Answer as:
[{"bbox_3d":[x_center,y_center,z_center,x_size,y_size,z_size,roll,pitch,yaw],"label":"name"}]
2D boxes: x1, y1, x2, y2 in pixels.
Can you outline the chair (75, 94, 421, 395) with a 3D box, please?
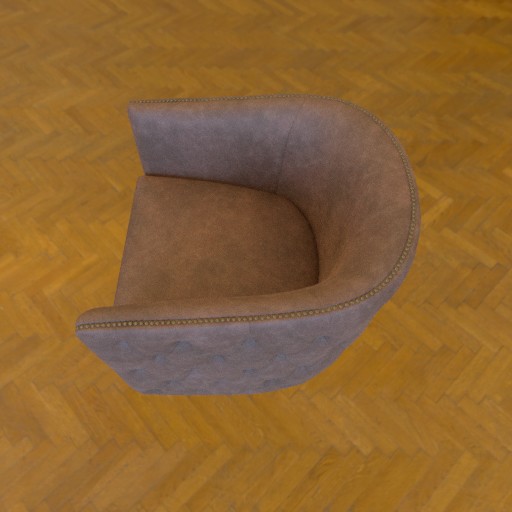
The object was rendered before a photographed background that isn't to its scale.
[{"bbox_3d":[0.000,0.000,1.515,0.870,0.790,0.850,0,58,0],"label":"chair"}]
